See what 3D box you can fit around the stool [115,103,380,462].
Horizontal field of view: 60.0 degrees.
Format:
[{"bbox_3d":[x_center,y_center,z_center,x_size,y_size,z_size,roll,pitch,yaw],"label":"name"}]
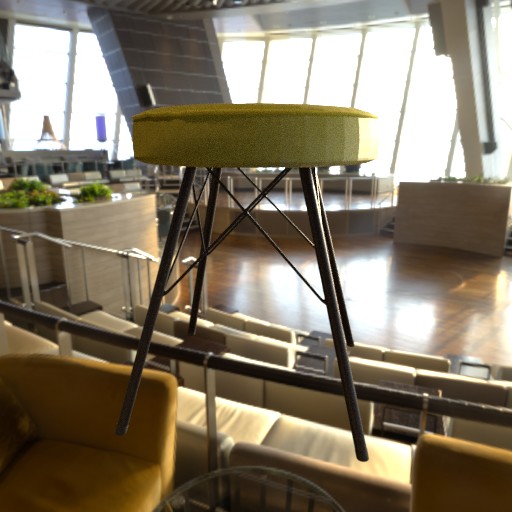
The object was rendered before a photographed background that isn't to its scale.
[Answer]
[{"bbox_3d":[0.000,0.000,0.809,0.409,0.508,0.409,2,15,9],"label":"stool"}]
